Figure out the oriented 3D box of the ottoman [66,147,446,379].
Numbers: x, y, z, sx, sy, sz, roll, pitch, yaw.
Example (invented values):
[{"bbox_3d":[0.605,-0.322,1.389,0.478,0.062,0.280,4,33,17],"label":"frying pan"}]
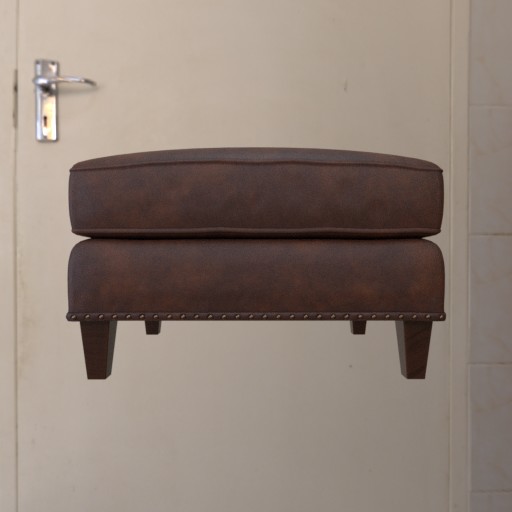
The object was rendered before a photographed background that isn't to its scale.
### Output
[{"bbox_3d":[0.000,0.000,1.134,0.742,0.486,0.586,0,0,0],"label":"ottoman"}]
